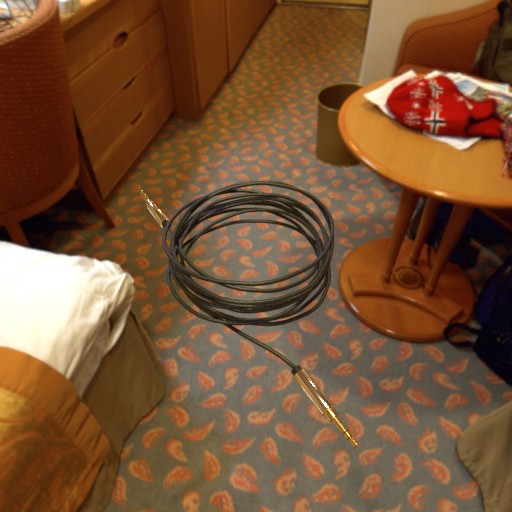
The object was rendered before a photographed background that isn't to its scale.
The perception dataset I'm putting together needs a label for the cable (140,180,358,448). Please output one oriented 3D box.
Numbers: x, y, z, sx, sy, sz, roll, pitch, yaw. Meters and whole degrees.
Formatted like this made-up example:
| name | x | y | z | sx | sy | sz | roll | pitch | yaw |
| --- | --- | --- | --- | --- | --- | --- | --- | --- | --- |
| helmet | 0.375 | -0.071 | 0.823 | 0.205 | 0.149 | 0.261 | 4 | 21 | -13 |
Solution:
| name | x | y | z | sx | sy | sz | roll | pitch | yaw |
| --- | --- | --- | --- | --- | --- | --- | --- | --- | --- |
| cable | 0.000 | 0.000 | 0.498 | 0.198 | 0.069 | 0.432 | -25 | 51 | -22 |
